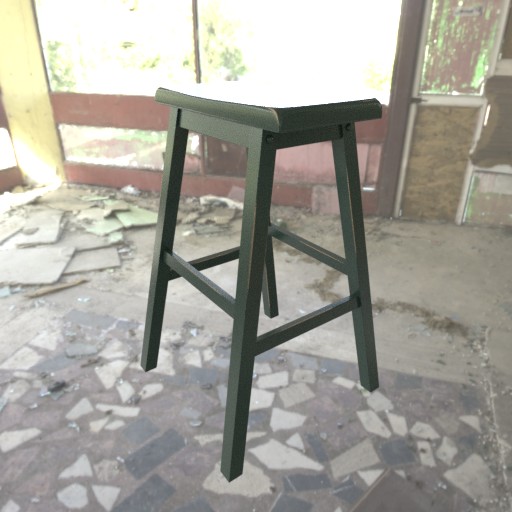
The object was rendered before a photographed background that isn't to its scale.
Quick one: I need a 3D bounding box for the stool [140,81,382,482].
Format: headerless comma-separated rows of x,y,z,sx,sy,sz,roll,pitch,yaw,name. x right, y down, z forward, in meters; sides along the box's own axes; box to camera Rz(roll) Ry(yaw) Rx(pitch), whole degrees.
0.000,0.000,1.053,0.476,0.737,0.457,-18,31,-32,stool
